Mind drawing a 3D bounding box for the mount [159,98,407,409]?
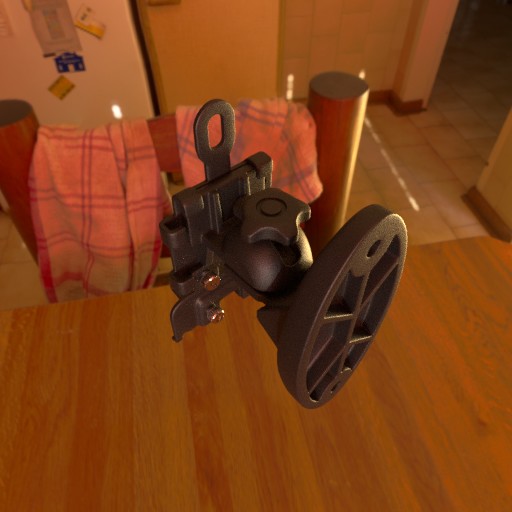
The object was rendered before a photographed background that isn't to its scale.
[{"bbox_3d":[0.000,0.000,0.181,0.066,0.118,0.100,-33,55,-27],"label":"mount"}]
